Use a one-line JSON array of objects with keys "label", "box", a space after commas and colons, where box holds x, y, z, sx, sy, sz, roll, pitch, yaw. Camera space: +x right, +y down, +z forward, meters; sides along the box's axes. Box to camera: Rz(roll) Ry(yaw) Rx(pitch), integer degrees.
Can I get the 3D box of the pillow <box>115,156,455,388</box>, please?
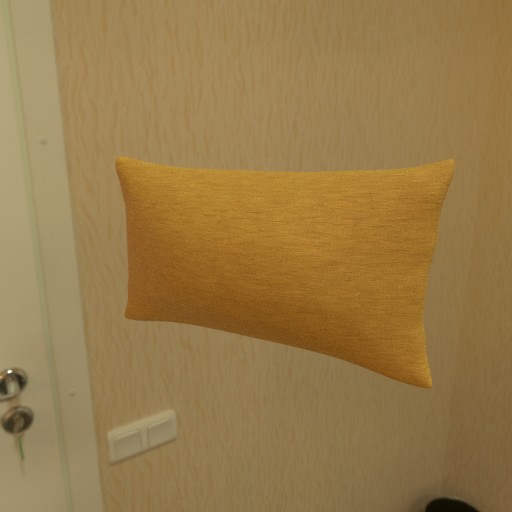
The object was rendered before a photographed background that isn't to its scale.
[{"label": "pillow", "box": [0.000, 0.000, 0.803, 0.634, 0.354, 0.210, 7, 16, 26]}]
